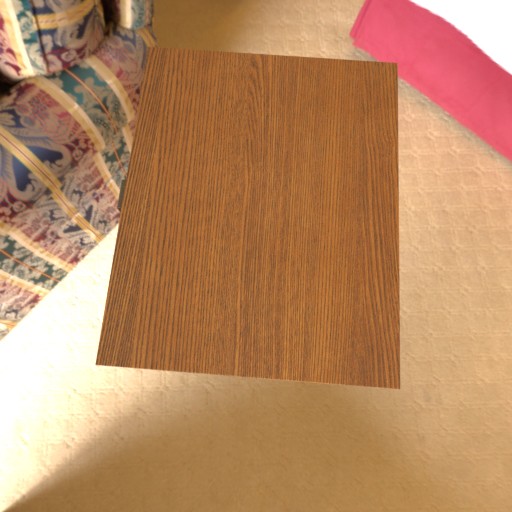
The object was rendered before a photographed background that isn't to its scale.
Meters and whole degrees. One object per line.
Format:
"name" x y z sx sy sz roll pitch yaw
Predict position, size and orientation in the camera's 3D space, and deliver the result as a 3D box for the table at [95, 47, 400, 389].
"table" 0.000 0.000 0.916 0.400 0.610 0.482 4 75 1
